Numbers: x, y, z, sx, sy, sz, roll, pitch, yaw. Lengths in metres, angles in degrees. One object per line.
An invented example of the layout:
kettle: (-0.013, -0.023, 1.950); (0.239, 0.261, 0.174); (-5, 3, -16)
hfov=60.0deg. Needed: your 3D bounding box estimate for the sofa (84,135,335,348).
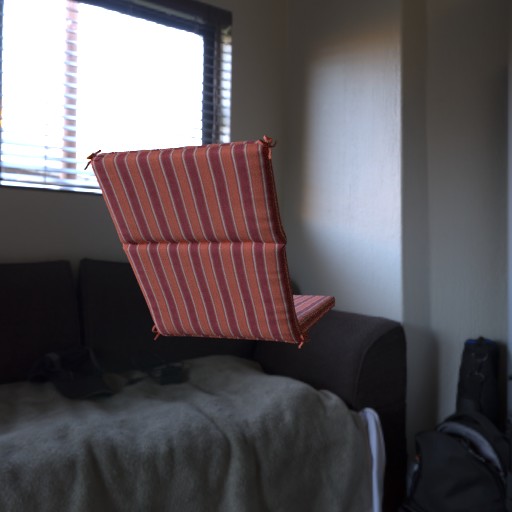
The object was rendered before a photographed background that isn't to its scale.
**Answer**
sofa: (0.000, 0.000, 1.953); (0.582, 0.622, 1.663); (0, 0, 16)
